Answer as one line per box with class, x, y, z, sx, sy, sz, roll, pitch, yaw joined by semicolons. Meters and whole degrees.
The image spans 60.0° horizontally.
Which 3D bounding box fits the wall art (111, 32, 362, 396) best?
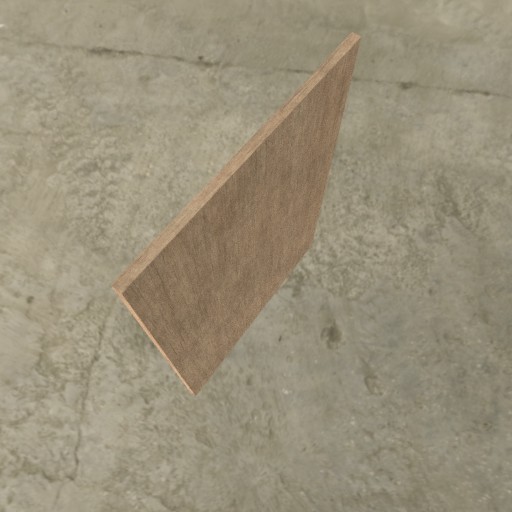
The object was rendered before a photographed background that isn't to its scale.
wall art;0.000;0.000;0.902;0.018;0.686;0.534;33;68;15
